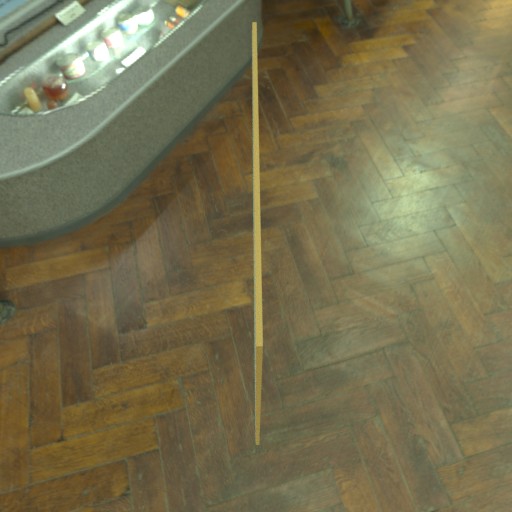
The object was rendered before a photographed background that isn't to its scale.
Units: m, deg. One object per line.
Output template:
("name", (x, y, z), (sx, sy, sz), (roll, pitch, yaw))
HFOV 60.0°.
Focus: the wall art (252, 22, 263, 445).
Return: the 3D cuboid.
("wall art", (0.000, 0.000, 1.406), (0.013, 0.959, 0.962), (-1, 58, 0))
